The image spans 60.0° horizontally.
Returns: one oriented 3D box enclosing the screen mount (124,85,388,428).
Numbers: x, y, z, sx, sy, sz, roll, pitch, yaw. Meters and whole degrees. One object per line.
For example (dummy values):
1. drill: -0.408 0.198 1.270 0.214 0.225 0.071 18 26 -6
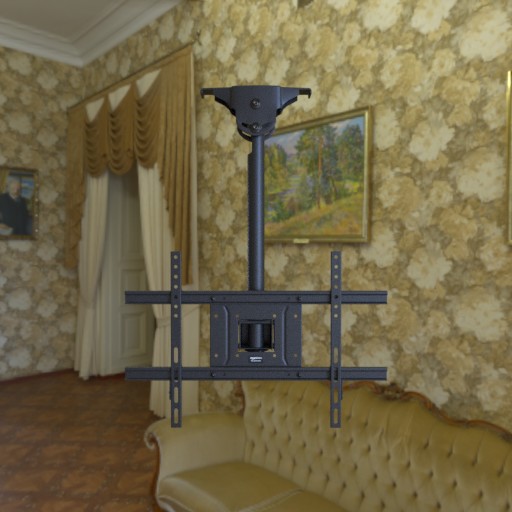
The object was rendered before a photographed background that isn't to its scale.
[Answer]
1. screen mount: 0.000 0.000 1.041 0.595 0.775 0.090 0 1 0
